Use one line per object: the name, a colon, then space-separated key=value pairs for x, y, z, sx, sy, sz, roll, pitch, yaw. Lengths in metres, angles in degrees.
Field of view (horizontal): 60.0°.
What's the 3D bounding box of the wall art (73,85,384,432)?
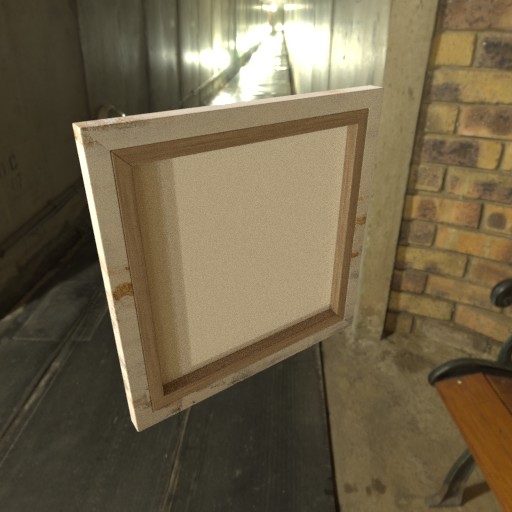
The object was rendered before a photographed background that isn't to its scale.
wall art: x=0.000 y=0.000 z=0.919 sx=0.611 sy=0.613 sz=0.040 roll=-19 pitch=34 yaw=-30
